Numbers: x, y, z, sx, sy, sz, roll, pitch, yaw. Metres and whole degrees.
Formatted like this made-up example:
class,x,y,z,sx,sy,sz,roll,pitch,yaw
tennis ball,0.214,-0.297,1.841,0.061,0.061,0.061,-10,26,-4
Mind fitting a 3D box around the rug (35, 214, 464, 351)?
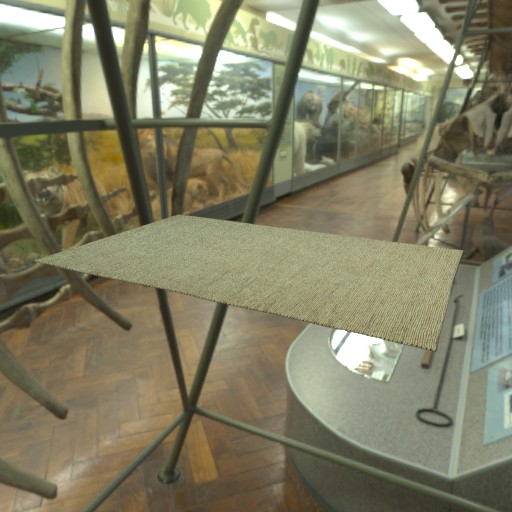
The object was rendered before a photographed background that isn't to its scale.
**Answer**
class,x,y,z,sx,sy,sz,roll,pitch,yaw
rug,0.000,0.000,2.961,2.439,0.011,1.533,9,20,26
